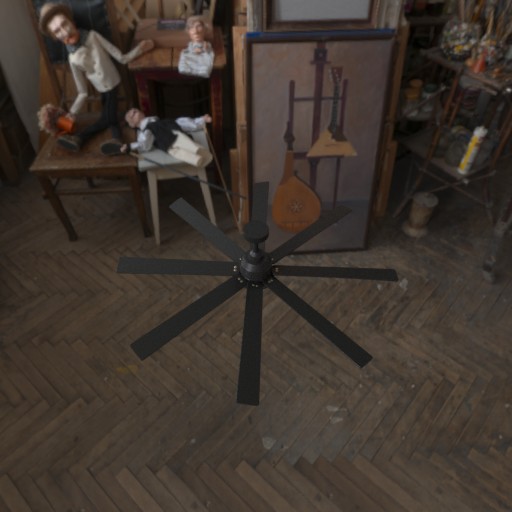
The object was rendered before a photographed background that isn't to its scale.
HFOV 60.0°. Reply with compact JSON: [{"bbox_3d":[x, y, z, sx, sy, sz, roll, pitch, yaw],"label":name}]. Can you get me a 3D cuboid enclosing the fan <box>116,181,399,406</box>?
[{"bbox_3d":[0.000,0.000,2.803,1.830,0.472,1.830,-34,56,-27],"label":"fan"}]
